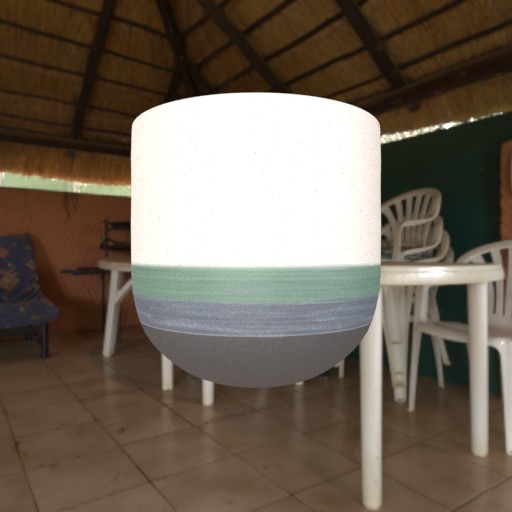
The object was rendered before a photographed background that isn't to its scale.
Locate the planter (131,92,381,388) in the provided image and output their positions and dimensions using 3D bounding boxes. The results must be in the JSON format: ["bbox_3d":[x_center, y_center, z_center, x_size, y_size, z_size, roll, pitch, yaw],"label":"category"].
[{"bbox_3d":[0.000,0.000,0.494,0.268,0.270,0.268,0,1,0],"label":"planter"}]
